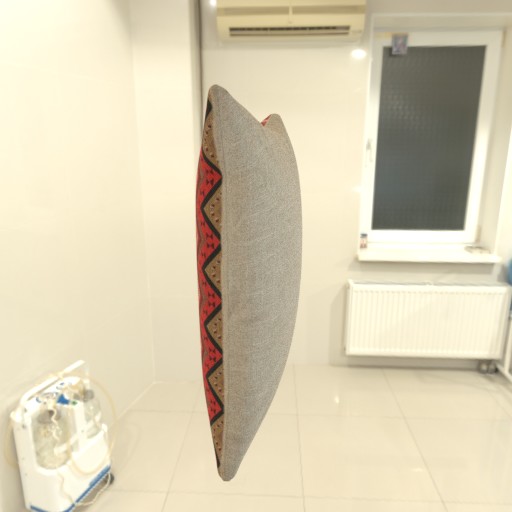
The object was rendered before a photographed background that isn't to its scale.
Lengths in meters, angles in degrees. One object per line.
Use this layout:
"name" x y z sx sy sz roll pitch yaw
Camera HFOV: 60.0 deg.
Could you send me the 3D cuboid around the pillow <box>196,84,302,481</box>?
"pillow" 0.000 0.000 0.778 0.158 0.511 0.513 2 15 9
